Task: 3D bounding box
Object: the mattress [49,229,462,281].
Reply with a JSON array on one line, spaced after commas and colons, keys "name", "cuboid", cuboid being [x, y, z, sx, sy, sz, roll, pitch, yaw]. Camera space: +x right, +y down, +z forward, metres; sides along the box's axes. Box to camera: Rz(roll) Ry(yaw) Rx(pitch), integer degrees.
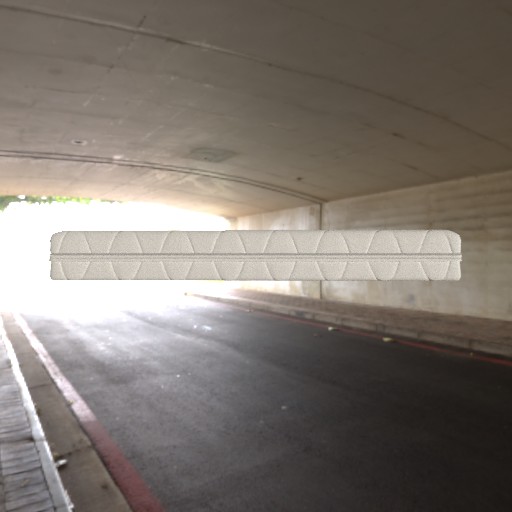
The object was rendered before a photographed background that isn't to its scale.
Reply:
[{"name": "mattress", "cuboid": [0.000, 0.000, 2.649, 1.600, 0.200, 1.900, 0, 0, 0]}]
